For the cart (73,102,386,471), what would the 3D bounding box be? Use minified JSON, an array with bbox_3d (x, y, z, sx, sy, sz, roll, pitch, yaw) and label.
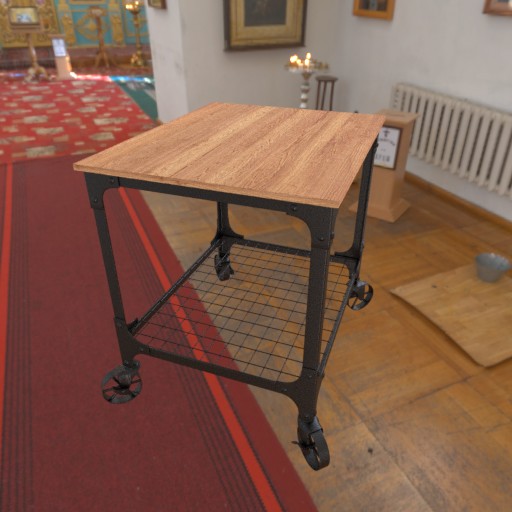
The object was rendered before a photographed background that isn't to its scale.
[{"bbox_3d":[0.000,0.000,1.111,0.558,0.603,0.666,11,32,18],"label":"cart"}]
